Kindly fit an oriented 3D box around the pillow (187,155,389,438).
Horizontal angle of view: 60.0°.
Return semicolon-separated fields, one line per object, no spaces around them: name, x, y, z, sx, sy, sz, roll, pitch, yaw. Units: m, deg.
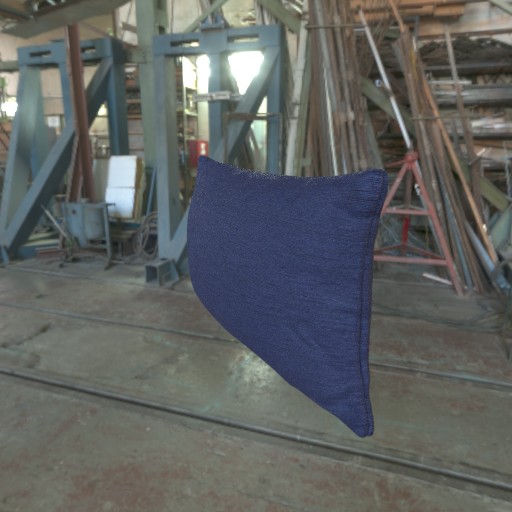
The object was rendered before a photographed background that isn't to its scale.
pillow;0.000;0.000;0.794;0.210;0.338;0.633;-7;16;-24
